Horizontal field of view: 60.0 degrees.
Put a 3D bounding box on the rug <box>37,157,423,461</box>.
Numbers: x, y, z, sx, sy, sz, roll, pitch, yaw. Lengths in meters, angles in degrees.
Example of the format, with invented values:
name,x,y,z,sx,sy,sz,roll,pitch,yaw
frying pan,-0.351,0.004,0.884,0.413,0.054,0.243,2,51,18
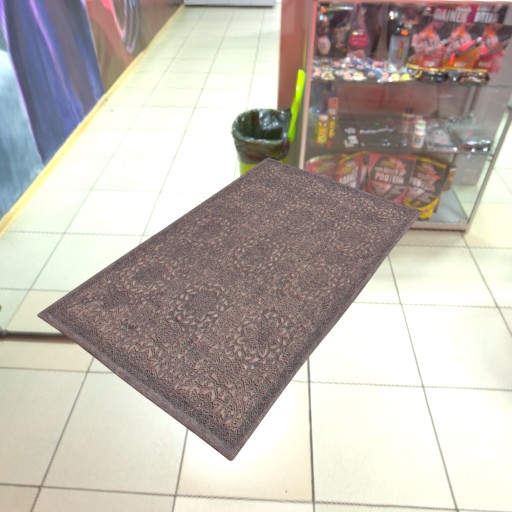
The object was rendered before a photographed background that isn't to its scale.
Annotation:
name,x,y,z,sx,sy,sz,roll,pitch,yaw
rug,0.000,0.000,3.152,1.535,0.022,2.498,25,47,26
